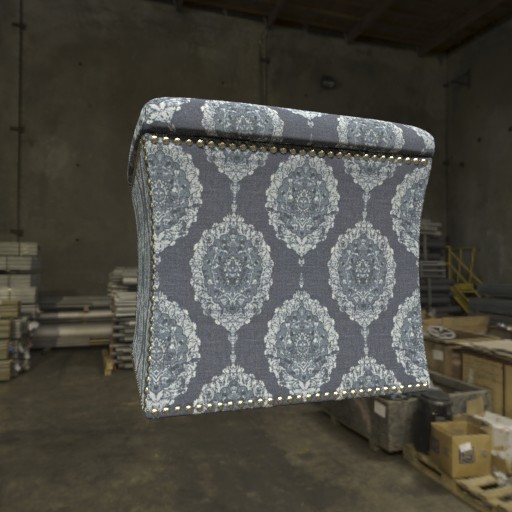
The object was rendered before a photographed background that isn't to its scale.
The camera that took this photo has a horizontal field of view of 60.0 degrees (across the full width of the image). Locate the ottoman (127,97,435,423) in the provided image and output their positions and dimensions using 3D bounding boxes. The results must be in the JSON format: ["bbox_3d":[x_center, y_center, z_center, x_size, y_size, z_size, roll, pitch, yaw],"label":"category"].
[{"bbox_3d":[0.000,0.000,0.895,0.497,0.475,0.507,0,-1,-17],"label":"ottoman"}]
